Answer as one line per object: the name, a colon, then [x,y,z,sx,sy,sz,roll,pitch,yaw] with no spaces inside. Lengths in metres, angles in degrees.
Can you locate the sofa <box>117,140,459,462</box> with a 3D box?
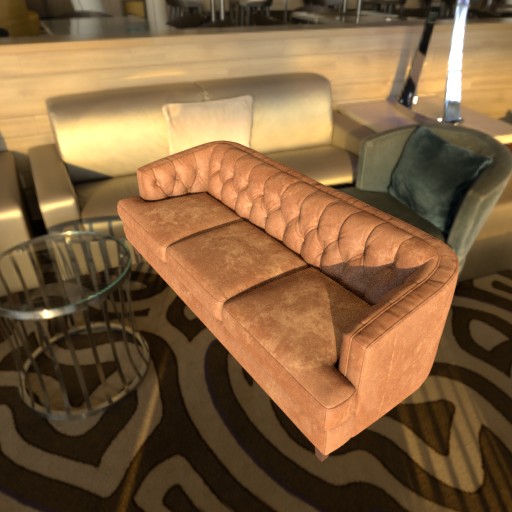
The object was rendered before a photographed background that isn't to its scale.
sofa: [0.000,0.000,2.669,0.922,0.791,2.257,-21,38,-29]
